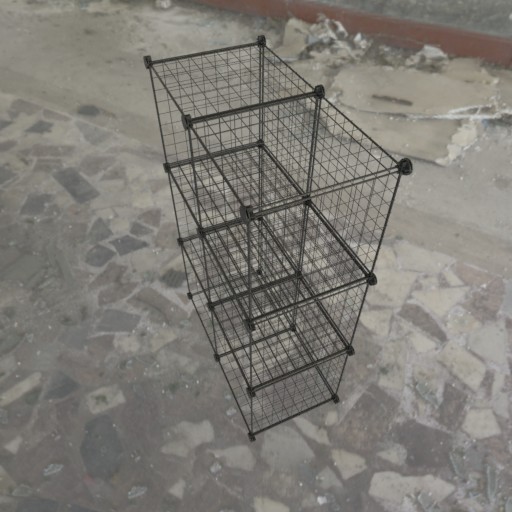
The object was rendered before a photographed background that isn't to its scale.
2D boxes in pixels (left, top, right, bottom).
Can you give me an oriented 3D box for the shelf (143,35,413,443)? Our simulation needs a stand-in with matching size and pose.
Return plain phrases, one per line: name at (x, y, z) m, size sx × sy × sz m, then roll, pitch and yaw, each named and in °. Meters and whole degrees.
shelf at (0.000, 0.000, 1.421) m, size 0.356 × 1.067 × 0.711 m, roll -18°, pitch 50°, yaw -16°
